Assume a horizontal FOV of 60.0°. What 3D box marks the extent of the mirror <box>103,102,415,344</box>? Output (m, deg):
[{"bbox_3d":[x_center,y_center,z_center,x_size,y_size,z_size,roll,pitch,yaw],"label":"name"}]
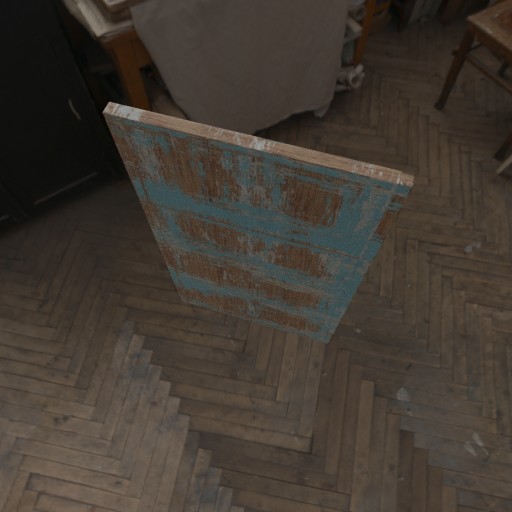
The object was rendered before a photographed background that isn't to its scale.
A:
[{"bbox_3d":[0.000,0.000,1.527,0.707,1.213,0.083,15,65,7],"label":"mirror"}]
